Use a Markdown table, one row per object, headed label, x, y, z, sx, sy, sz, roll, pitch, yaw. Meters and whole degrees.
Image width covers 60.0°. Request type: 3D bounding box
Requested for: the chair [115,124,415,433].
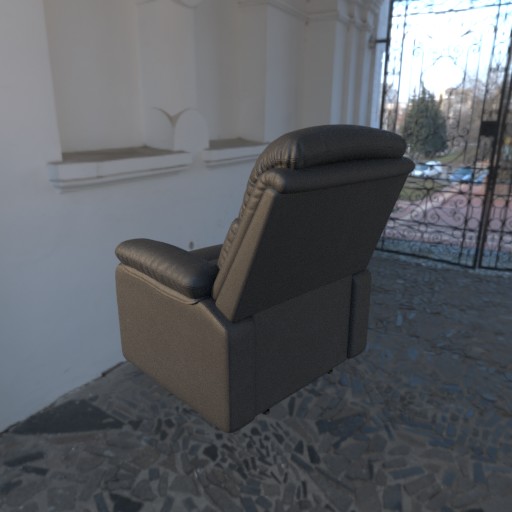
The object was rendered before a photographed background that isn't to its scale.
| label | x | y | z | sx | sy | sz | roll | pitch | yaw |
| --- | --- | --- | --- | --- | --- | --- | --- | --- | --- |
| chair | 0.000 | 0.000 | 1.735 | 0.855 | 0.992 | 0.919 | -16 | 23 | -42 |
